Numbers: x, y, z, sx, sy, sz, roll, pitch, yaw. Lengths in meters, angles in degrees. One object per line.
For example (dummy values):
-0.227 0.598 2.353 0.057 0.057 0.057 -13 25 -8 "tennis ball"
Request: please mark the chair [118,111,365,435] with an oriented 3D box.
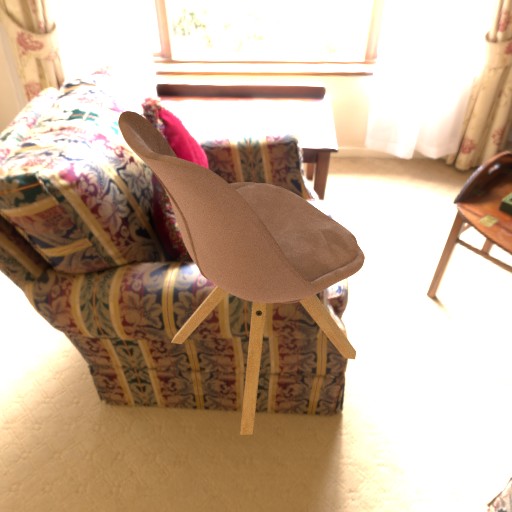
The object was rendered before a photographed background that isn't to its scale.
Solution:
0.000 0.000 1.196 0.550 0.850 0.485 -27 48 -27 "chair"
